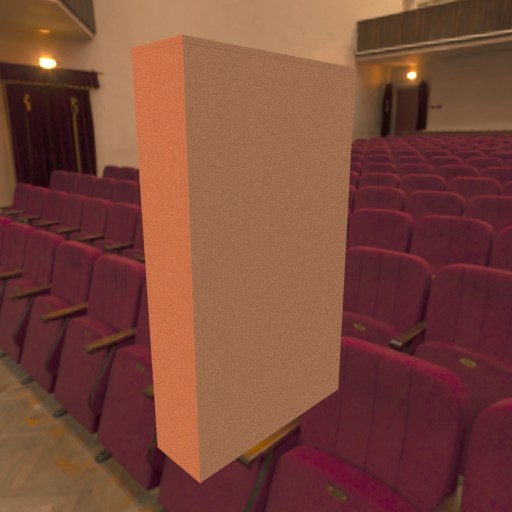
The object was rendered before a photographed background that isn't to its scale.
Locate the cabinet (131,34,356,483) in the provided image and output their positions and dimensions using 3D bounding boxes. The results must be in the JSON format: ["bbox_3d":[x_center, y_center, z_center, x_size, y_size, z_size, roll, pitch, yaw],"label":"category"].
[{"bbox_3d":[0.000,0.000,1.560,0.250,1.280,0.750,14,21,43],"label":"cabinet"}]
